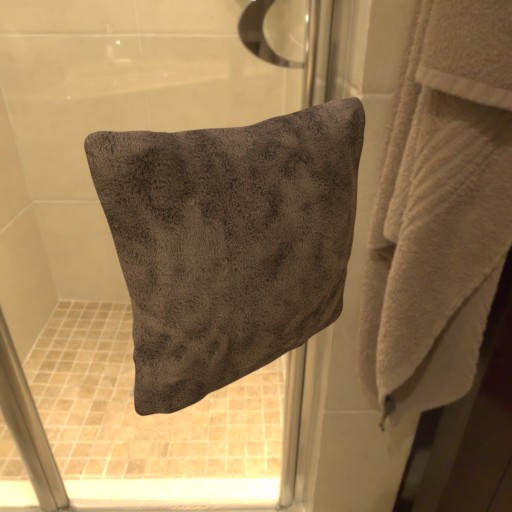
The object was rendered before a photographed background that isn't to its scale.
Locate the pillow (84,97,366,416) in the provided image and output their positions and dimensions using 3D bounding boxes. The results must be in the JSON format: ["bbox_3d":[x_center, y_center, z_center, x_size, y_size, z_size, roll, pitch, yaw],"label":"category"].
[{"bbox_3d":[0.000,0.000,0.804,0.522,0.520,0.204,-21,36,-32],"label":"pillow"}]
